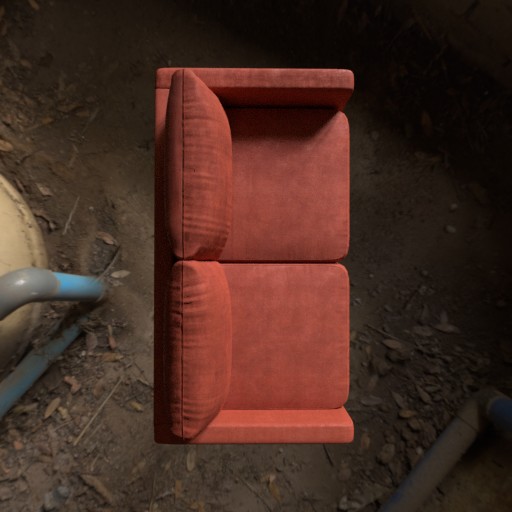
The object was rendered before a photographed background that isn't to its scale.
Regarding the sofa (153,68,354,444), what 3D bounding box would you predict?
[{"bbox_3d":[0.000,0.000,2.060,0.864,0.896,1.574,0,89,0],"label":"sofa"}]
